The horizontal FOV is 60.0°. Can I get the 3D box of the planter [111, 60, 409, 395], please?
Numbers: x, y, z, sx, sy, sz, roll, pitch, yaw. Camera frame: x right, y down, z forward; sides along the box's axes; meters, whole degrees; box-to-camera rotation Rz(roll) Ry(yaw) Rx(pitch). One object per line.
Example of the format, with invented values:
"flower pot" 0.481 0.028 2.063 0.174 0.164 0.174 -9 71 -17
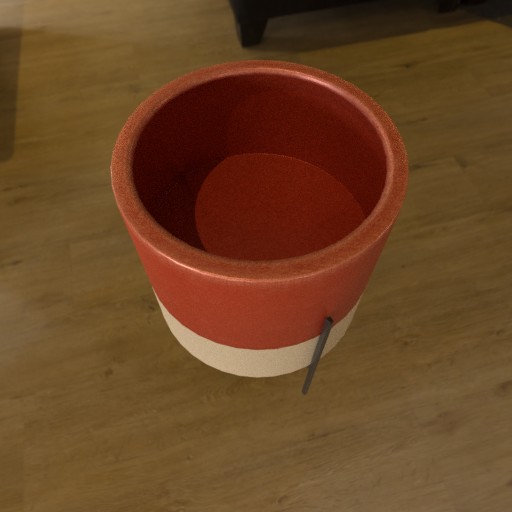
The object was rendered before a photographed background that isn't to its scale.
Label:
"planter" 0.000 0.000 0.709 0.354 0.465 0.345 1 58 1
